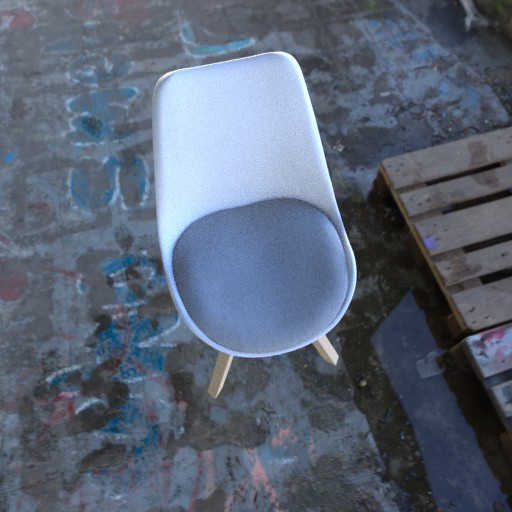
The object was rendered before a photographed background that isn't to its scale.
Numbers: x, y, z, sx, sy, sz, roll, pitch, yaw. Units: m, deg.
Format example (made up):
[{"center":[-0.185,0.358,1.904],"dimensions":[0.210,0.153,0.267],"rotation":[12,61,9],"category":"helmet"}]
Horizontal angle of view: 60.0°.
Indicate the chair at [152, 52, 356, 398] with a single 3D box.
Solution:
[{"center":[0.000,0.000,1.202],"dimensions":[0.485,0.850,0.550],"rotation":[-14,64,-7],"category":"chair"}]
